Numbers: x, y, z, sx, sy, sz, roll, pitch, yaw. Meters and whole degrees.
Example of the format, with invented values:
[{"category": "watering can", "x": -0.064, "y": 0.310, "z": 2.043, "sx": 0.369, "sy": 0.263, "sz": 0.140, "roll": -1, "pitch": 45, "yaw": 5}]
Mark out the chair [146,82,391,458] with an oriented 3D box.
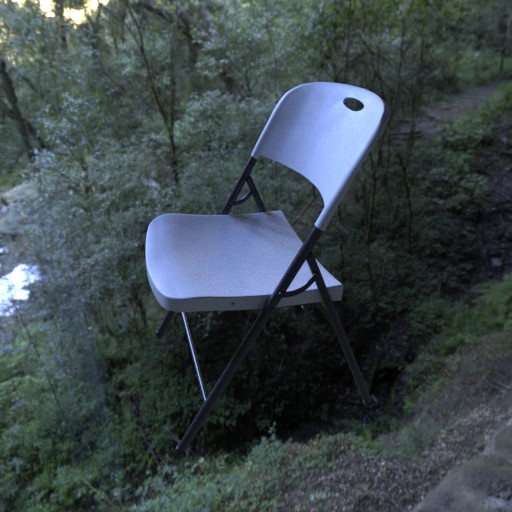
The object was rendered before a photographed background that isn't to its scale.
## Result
[{"category": "chair", "x": 0.000, "y": 0.000, "z": 1.174, "sx": 0.566, "sy": 0.810, "sz": 0.494, "roll": -9, "pitch": 32, "yaw": -14}]
